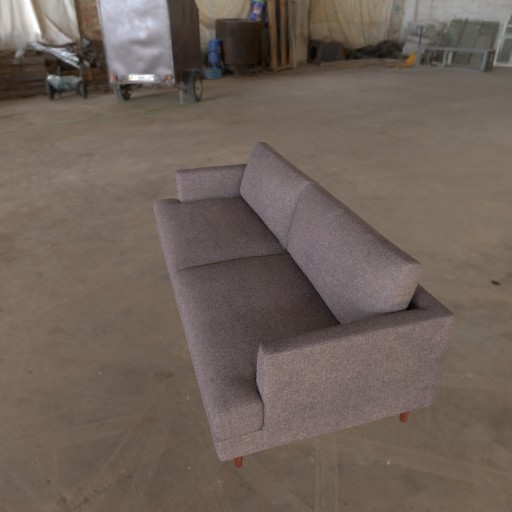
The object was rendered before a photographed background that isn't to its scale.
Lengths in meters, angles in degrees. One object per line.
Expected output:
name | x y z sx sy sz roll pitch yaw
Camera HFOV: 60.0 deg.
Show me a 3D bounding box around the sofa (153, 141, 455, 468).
sofa | 0.000 0.000 2.691 1.020 0.868 2.250 -8 30 -15
